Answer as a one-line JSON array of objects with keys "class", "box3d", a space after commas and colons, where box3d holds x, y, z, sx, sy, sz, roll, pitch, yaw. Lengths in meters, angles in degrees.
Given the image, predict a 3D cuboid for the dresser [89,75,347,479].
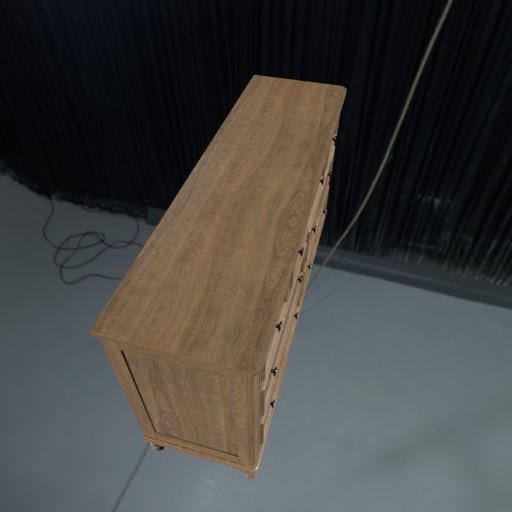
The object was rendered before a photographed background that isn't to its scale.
[{"class": "dresser", "box3d": [0.000, 0.000, 1.975, 0.468, 0.892, 1.583, 12, 48, 11]}]
